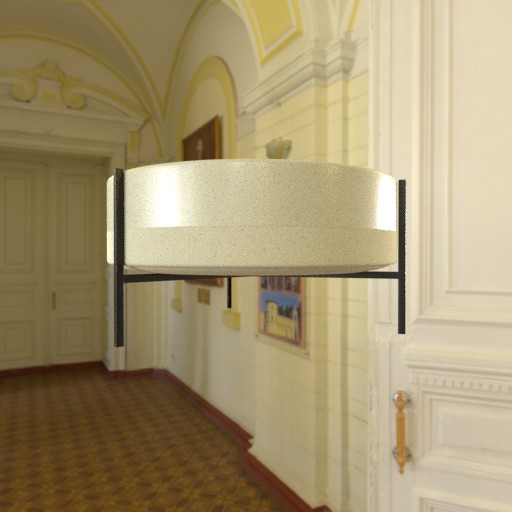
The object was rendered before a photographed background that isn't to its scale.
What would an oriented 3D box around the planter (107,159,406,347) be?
[{"bbox_3d":[0.000,0.000,0.538,0.345,0.171,0.336,0,1,17],"label":"planter"}]
